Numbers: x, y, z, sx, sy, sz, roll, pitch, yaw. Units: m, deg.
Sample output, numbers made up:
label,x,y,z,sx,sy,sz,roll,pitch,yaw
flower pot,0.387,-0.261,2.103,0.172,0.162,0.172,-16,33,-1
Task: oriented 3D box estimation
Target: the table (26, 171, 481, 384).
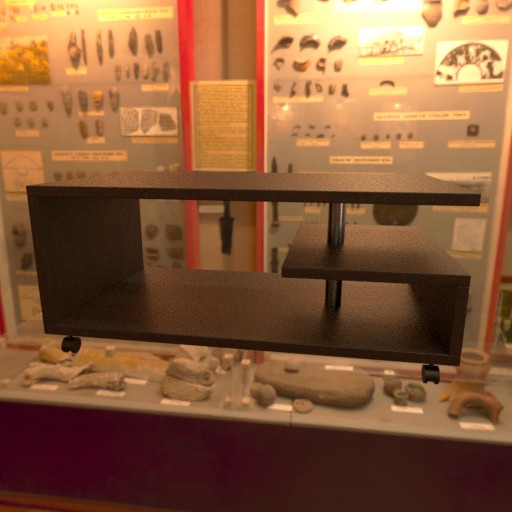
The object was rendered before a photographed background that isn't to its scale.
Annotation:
label,x,y,z,sx,sy,sz,roll,pitch,yaw
table,0.000,0.000,1.343,1.050,0.460,0.590,2,14,10
